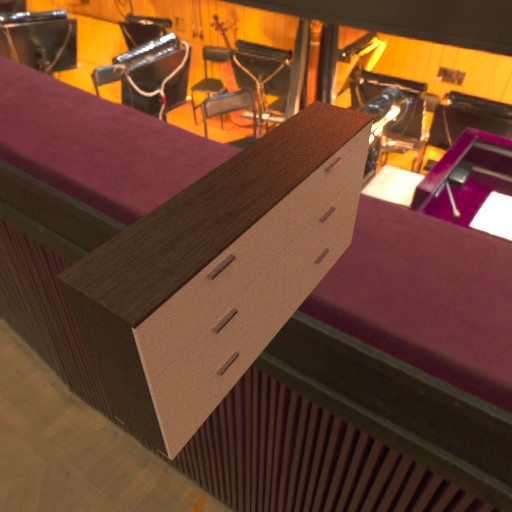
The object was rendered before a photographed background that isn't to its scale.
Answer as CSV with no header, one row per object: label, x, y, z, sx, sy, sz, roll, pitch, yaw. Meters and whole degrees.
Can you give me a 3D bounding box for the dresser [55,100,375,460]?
dresser,0.000,0.000,1.929,0.333,0.790,1.535,24,47,25
